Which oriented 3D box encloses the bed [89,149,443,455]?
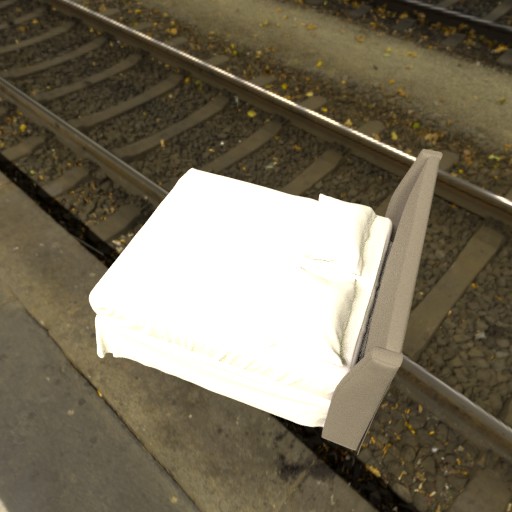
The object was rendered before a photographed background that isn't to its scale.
[{"bbox_3d":[0.000,0.000,3.480,2.276,1.332,1.925,16,50,14],"label":"bed"}]
